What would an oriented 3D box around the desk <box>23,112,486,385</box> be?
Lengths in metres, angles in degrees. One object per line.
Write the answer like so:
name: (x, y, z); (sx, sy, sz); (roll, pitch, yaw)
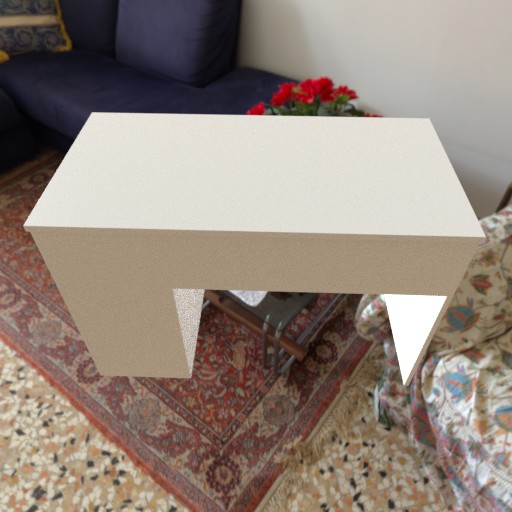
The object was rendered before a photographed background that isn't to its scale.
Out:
desk: (0.000, 0.000, 1.506); (1.097, 0.735, 0.560); (1, 46, 1)
